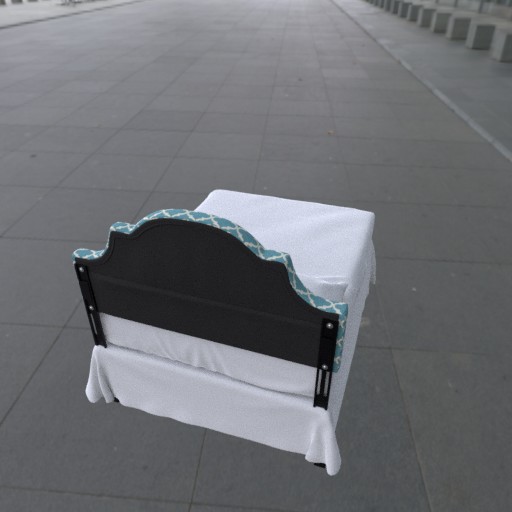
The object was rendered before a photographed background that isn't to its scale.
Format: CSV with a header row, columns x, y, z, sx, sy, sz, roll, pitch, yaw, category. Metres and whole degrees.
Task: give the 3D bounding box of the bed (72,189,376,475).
x,y,z,sx,sy,sz,roll,pitch,yaw,category
0.000,0.000,3.319,1.780,1.633,2.222,11,34,16,bed
